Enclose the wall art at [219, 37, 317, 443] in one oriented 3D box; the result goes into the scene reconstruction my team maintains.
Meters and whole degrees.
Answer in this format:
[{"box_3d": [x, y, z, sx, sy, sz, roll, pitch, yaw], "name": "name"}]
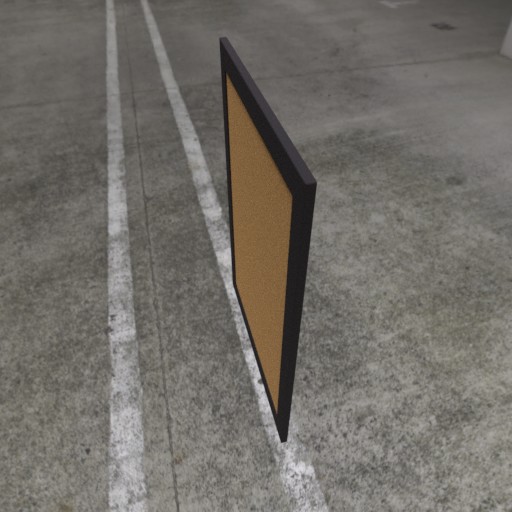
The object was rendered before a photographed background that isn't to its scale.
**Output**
[{"box_3d": [0.000, 0.000, 0.694, 0.012, 0.529, 0.374, -11, 45, -11], "name": "wall art"}]
